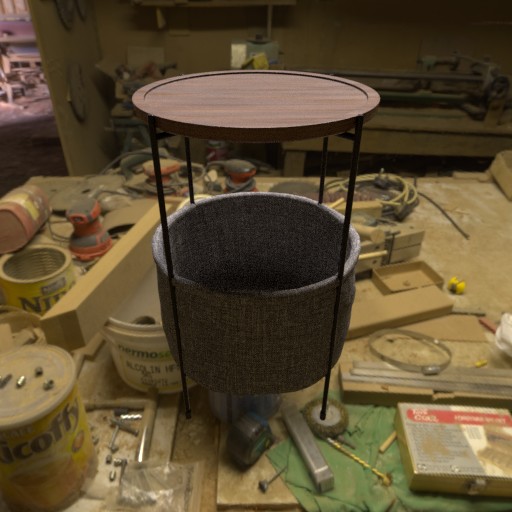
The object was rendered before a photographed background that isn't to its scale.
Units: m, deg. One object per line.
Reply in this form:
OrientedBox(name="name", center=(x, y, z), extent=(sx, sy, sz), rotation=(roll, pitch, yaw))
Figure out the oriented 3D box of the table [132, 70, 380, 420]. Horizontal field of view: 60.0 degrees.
OrientedBox(name="table", center=(0.000, 0.000, 0.874), extent=(0.400, 0.623, 0.400), rotation=(0, 33, 0))
